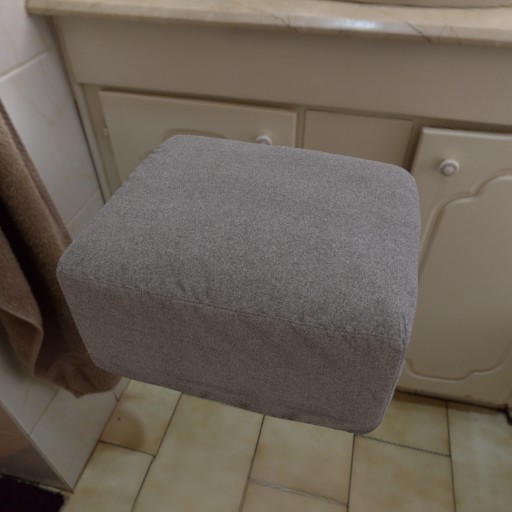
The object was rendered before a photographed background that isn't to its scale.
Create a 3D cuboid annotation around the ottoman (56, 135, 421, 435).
[{"bbox_3d":[0.000,0.000,1.251,0.837,0.481,0.683,11,43,12],"label":"ottoman"}]
